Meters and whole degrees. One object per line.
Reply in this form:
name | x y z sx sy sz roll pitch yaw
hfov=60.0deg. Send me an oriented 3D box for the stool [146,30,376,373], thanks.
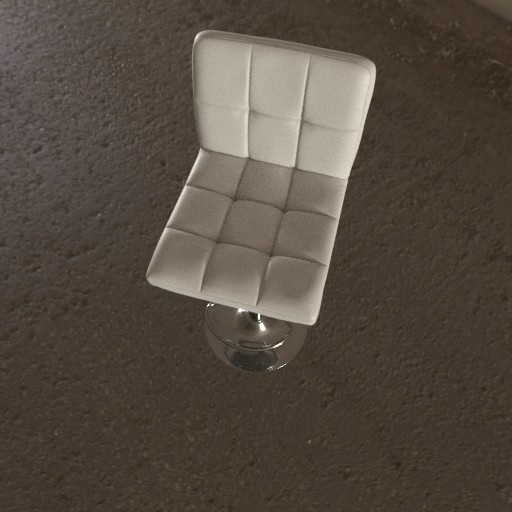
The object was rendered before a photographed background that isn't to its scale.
stool | 0.000 0.000 1.343 0.430 1.115 0.505 13 62 7
